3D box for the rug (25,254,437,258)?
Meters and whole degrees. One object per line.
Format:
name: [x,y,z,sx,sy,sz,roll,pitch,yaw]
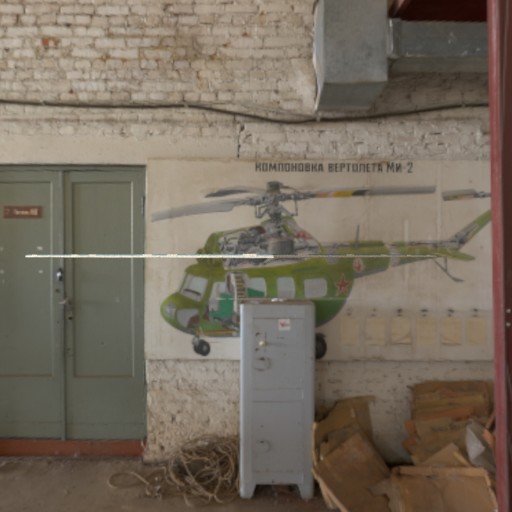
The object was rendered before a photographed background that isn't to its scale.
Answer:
rug: [0.000,0.000,4.140,2.466,0.021,3.049,0,0,36]
